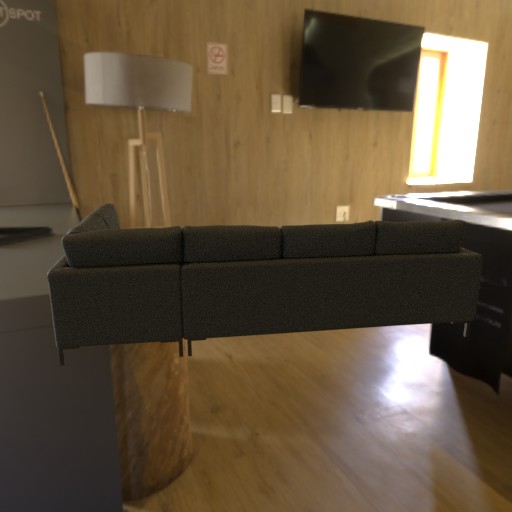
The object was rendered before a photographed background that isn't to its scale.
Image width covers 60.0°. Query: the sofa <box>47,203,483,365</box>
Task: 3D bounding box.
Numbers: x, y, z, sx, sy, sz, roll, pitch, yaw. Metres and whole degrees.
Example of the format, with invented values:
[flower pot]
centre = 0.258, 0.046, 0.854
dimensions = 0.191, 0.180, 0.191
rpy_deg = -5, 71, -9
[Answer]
[sofa]
centre = 0.000, 0.000, 3.883
dimensions = 2.975, 0.858, 1.984
rpy_deg = -2, 14, -9
